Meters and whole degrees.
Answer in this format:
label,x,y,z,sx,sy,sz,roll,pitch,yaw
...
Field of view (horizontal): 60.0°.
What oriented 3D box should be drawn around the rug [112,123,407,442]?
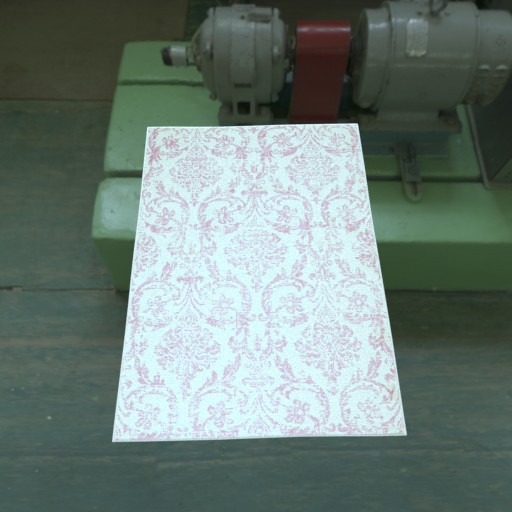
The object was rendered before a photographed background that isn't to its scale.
label,x,y,z,sx,sy,sz,roll,pitch,yaw
rug,0.000,0.000,2.878,1.598,0.014,2.202,-1,64,-1
